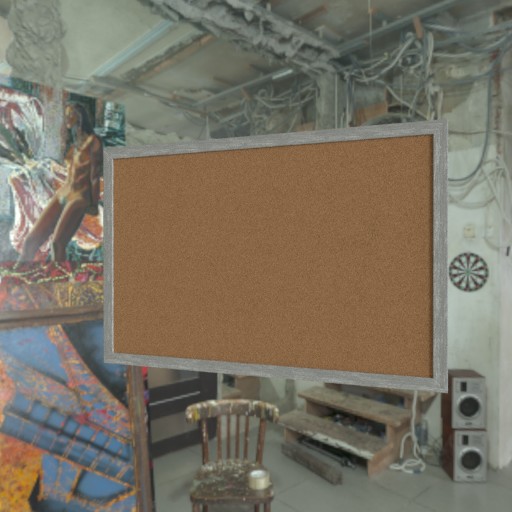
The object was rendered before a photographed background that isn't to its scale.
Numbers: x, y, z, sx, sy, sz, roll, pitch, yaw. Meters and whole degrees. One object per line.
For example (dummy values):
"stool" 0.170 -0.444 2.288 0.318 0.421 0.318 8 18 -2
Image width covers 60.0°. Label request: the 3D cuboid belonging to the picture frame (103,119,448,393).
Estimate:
"picture frame" 0.000 0.000 1.194 0.950 0.640 0.029 0 0 18
